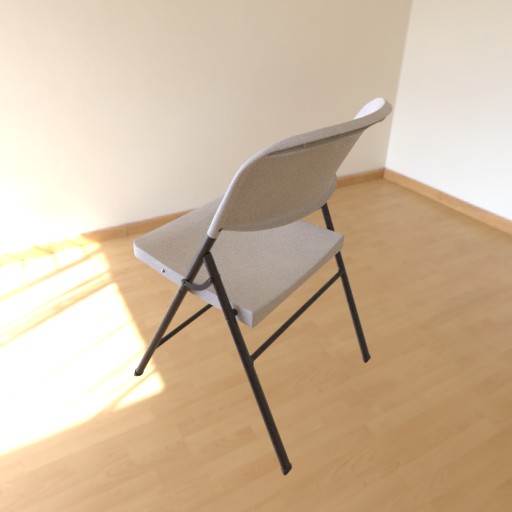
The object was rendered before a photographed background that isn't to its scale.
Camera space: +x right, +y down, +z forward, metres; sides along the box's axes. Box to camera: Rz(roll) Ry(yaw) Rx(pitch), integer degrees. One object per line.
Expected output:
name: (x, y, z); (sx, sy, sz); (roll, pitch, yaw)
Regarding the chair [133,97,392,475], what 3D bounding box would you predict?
chair: (0.000, 0.000, 1.158); (0.566, 0.810, 0.494); (21, 37, 30)
